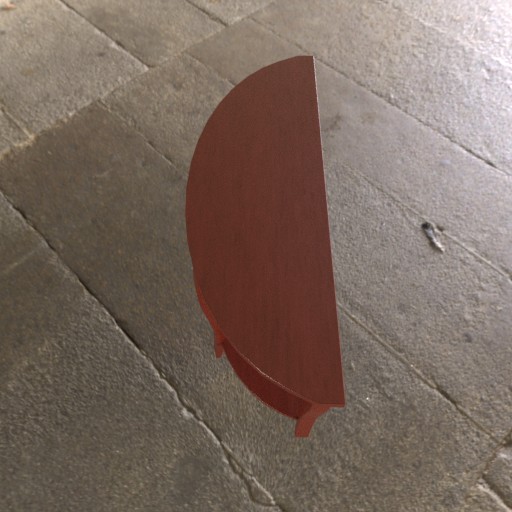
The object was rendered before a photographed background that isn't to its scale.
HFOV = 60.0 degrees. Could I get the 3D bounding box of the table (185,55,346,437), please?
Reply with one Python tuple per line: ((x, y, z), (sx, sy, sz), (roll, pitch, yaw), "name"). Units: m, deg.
((0.000, 0.000, 1.618), (0.405, 0.779, 1.219), (0, 59, 0), "table")
